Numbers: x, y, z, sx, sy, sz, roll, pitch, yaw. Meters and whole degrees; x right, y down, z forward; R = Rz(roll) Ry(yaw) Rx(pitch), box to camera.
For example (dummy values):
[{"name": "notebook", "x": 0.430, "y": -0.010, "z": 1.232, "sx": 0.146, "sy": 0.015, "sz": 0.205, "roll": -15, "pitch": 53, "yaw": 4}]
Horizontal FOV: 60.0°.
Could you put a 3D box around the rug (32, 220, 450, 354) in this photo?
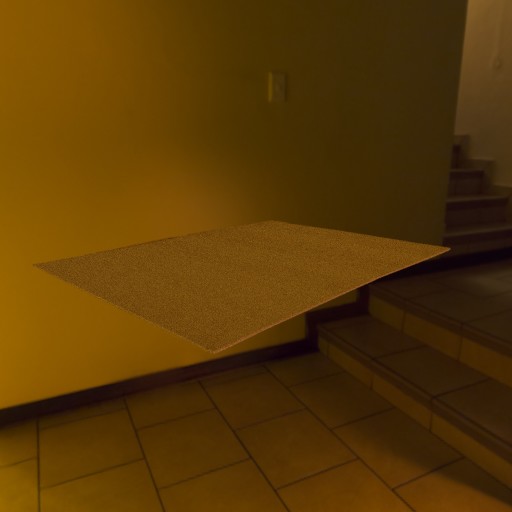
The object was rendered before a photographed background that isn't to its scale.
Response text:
[{"name": "rug", "x": 0.000, "y": 0.000, "z": 4.214, "sx": 2.434, "sy": 0.045, "sz": 3.202, "roll": 14, "pitch": 20, "yaw": 42}]
